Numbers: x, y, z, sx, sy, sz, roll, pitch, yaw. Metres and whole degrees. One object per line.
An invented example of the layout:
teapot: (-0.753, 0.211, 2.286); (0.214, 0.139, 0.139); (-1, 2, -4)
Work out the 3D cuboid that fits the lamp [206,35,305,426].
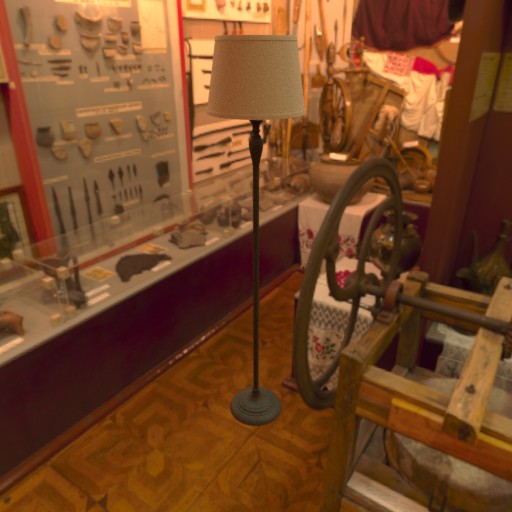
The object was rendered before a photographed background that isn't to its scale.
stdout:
lamp: (0.000, 0.000, 1.693); (0.327, 1.506, 0.327); (17, 30, 32)
